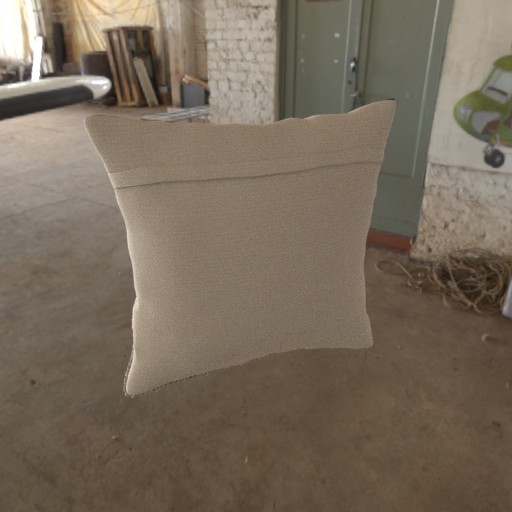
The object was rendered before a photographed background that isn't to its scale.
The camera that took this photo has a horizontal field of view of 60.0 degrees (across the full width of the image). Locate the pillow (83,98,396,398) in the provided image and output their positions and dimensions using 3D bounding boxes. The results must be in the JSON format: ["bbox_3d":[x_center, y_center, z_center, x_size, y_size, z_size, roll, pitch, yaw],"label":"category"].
[{"bbox_3d":[0.000,0.000,0.728,0.475,0.473,0.178,-8,27,-17],"label":"pillow"}]
